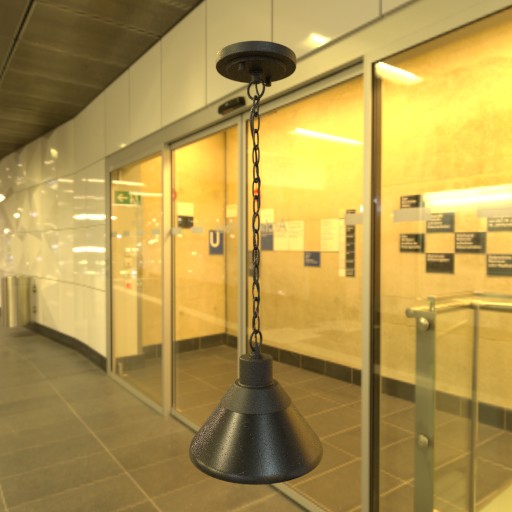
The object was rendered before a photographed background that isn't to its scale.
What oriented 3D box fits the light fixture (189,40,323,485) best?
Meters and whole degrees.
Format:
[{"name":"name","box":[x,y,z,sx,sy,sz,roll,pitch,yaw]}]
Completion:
[{"name":"light fixture","box":[0.000,0.000,0.668,0.201,0.588,0.201,1,1,34]}]
